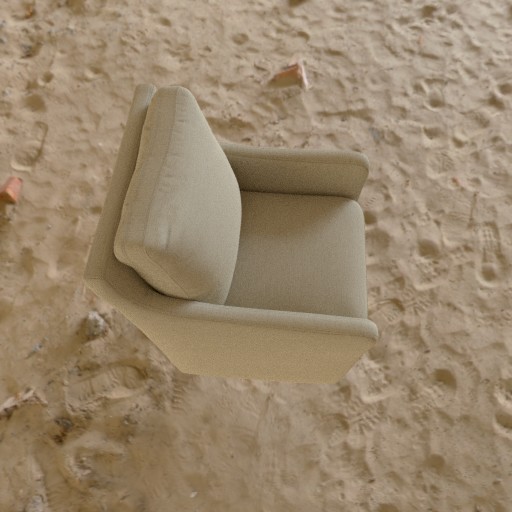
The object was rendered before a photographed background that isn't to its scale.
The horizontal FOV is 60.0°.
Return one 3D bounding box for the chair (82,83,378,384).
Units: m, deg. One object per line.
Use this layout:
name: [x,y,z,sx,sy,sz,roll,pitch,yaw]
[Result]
chair: [0.000,0.000,1.394,0.694,0.914,0.626,4,63,2]
